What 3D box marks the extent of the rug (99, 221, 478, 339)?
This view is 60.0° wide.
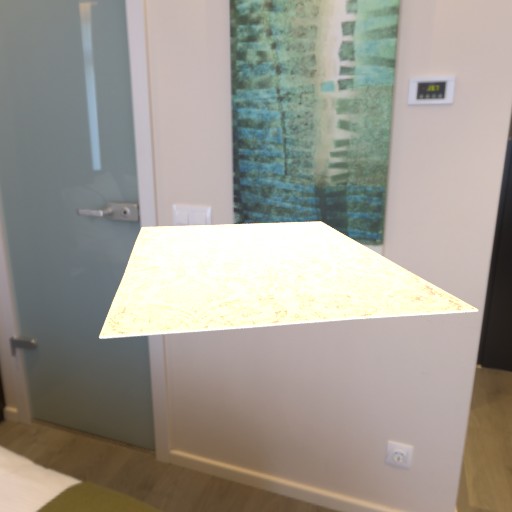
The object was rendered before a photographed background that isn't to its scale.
[{"bbox_3d":[0.000,0.000,2.858,1.598,0.014,2.202,-3,15,-10],"label":"rug"}]
